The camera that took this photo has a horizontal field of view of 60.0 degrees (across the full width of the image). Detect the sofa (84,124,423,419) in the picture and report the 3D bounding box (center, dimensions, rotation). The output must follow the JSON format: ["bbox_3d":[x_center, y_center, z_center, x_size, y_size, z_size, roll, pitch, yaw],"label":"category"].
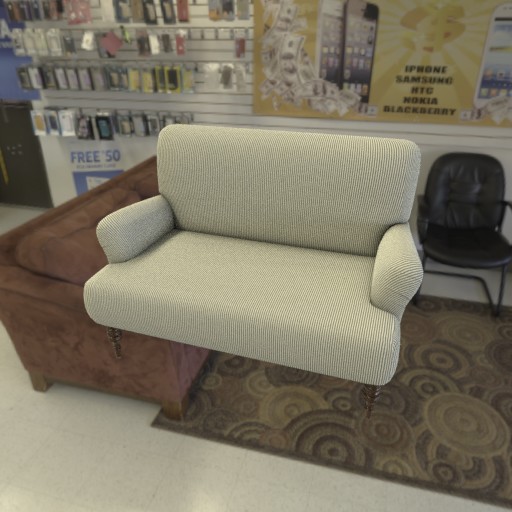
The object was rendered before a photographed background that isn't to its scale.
[{"bbox_3d":[0.000,0.000,1.859,1.297,0.889,0.779,9,28,16],"label":"sofa"}]
